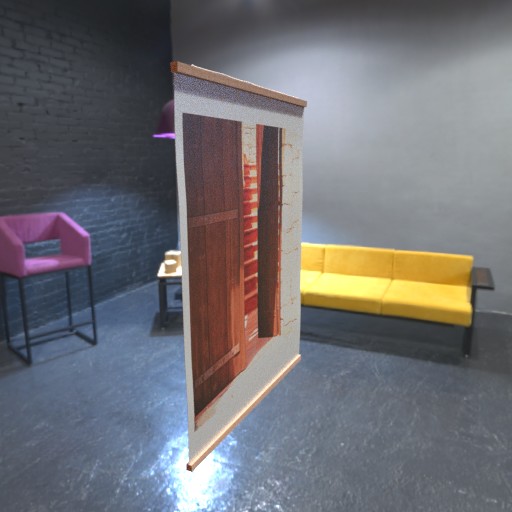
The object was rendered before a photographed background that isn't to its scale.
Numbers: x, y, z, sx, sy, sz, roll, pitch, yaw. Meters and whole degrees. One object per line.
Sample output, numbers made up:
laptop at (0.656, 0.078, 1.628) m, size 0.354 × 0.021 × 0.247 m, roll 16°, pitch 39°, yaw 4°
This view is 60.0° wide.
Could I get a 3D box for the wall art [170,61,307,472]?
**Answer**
wall art at (0.000, 0.000, 1.386) m, size 0.020 × 1.013 × 0.758 m, roll 6°, pitch 14°, yaw 27°
